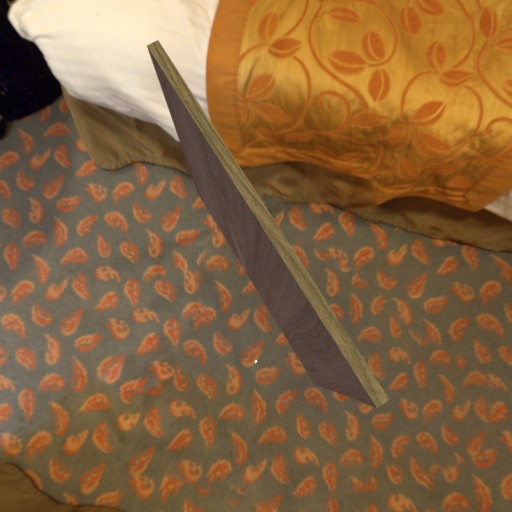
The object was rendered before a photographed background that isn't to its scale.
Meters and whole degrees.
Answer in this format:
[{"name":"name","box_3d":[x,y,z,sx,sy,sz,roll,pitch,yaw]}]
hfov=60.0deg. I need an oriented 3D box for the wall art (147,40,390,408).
[{"name":"wall art","box_3d":[0.000,0.000,0.754,0.016,0.507,0.508,-30,78,-7]}]
